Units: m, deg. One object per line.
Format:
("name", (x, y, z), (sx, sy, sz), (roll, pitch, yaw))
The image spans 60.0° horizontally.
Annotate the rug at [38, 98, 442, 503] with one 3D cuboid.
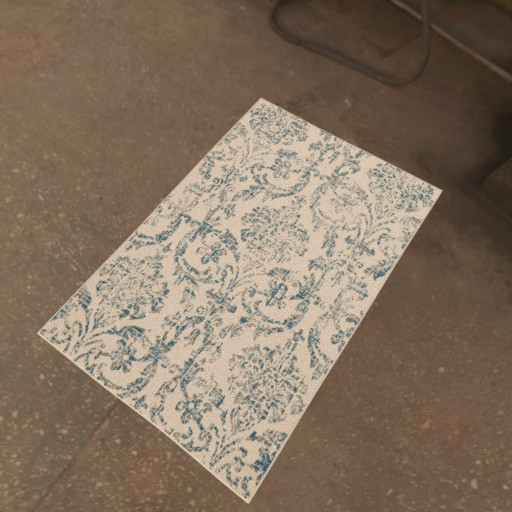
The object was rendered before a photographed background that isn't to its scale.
("rug", (0.000, 0.000, 2.246), (1.213, 0.012, 1.831), (32, 68, 15))
